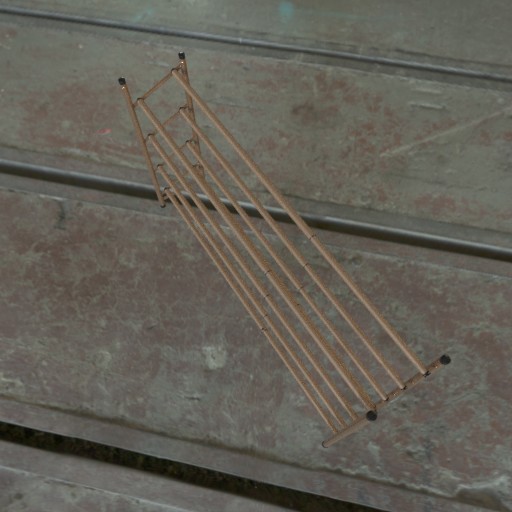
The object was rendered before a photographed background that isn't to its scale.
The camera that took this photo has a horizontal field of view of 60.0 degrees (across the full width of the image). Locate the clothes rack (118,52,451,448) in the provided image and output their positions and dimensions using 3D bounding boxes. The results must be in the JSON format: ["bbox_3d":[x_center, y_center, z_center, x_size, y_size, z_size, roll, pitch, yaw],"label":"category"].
[{"bbox_3d":[0.000,0.000,1.427,0.229,0.672,1.168,-31,67,-15],"label":"clothes rack"}]
